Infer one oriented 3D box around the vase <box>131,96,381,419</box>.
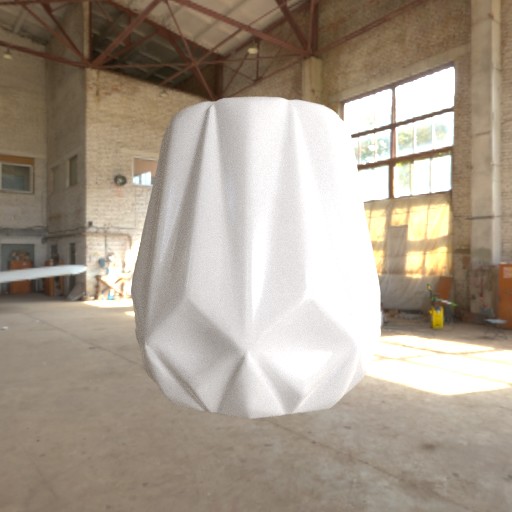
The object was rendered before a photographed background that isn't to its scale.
[{"bbox_3d":[0.000,0.000,0.258,0.141,0.152,0.141,0,0,0],"label":"vase"}]
